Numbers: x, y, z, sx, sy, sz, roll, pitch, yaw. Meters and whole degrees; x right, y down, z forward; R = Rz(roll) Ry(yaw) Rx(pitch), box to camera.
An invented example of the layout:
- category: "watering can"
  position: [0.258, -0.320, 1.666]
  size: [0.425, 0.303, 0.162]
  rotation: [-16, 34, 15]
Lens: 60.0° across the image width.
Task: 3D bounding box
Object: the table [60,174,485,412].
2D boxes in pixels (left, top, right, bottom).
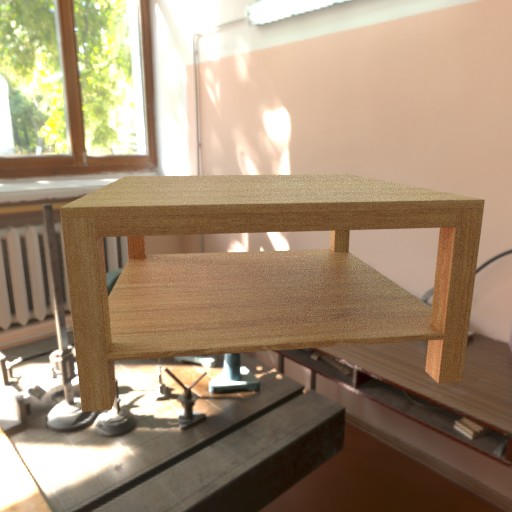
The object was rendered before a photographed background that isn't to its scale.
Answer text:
- category: "table"
  position: [0.000, 0.000, 1.410]
  size: [0.900, 0.450, 0.900]
  rotation: [-2, 14, -8]
